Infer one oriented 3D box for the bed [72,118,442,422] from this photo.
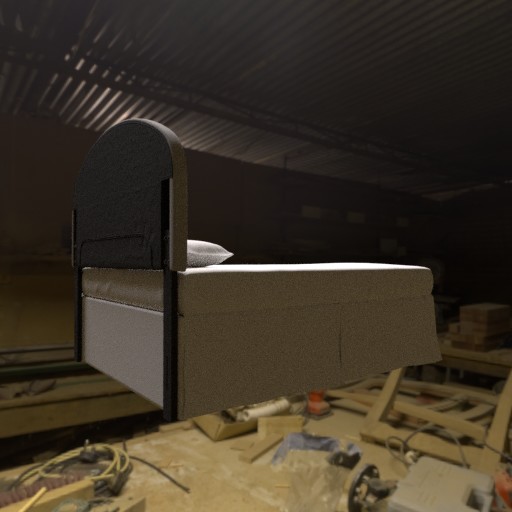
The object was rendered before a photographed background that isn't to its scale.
[{"bbox_3d":[0.000,0.000,3.017,2.005,1.410,1.607,1,-1,-37],"label":"bed"}]
